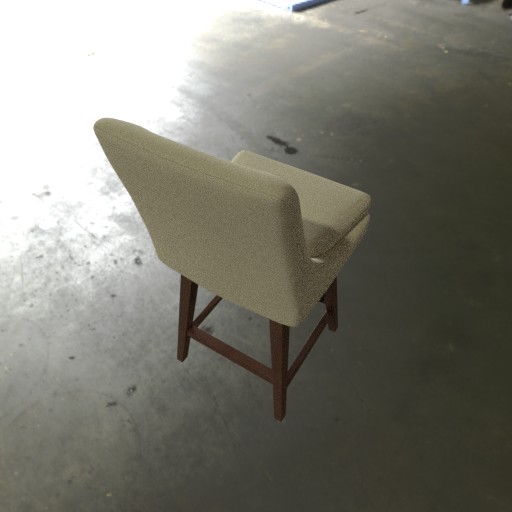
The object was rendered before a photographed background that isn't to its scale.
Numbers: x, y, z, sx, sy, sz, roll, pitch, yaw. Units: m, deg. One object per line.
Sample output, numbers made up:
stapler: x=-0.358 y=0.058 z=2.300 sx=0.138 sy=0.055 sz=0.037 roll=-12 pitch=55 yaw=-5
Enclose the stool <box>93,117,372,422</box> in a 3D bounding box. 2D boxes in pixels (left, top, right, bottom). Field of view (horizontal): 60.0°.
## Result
stool: x=0.000 y=0.000 z=1.292 sx=0.483 sy=0.991 sz=0.559 roll=25 pitch=51 yaw=22
